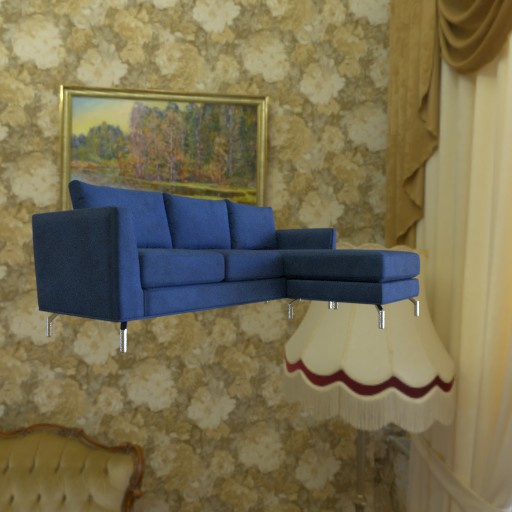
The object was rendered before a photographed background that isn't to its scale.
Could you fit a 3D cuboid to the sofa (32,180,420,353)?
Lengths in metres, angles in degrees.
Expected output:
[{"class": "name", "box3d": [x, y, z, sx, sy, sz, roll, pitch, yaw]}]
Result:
[{"class": "sofa", "box3d": [0.000, 0.000, 3.196, 1.622, 0.987, 2.438, 0, 0, 37]}]
